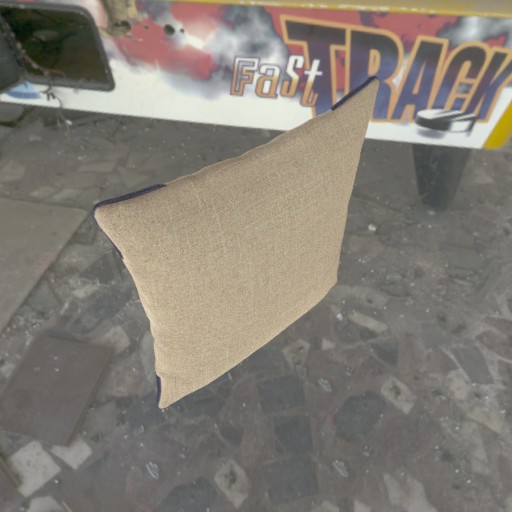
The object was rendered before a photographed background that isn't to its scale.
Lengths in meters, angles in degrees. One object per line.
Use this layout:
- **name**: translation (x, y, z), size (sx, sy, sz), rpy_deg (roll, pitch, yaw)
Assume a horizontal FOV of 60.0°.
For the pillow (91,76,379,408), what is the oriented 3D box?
- **pillow**: translation (0.000, 0.000, 0.685), size (0.440, 0.441, 0.147), rpy_deg (-33, 55, -27)
